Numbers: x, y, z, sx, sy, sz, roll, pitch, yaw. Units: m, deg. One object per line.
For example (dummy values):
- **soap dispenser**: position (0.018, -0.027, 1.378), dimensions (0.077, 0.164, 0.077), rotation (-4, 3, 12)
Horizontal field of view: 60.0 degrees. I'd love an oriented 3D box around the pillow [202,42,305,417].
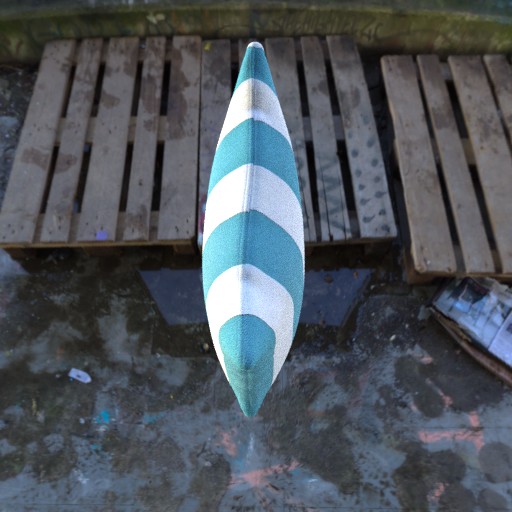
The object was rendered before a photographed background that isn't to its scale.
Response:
- **pillow**: position (0.000, 0.000, 0.826), dimensions (0.189, 0.526, 0.536), rotation (0, 63, 0)
